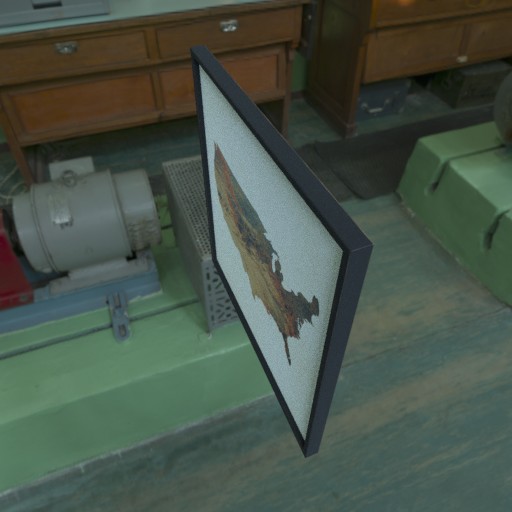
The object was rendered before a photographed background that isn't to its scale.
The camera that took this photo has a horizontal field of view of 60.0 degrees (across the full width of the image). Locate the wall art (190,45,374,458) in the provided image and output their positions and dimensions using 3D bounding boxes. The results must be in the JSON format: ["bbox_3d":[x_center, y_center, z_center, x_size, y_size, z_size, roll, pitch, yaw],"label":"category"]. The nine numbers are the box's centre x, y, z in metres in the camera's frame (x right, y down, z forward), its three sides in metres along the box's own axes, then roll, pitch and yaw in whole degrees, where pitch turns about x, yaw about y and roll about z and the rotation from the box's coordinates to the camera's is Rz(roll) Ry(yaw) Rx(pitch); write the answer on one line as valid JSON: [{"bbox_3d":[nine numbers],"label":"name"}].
[{"bbox_3d":[0.000,0.000,1.122,0.038,0.762,0.762,-16,48,-15],"label":"wall art"}]
